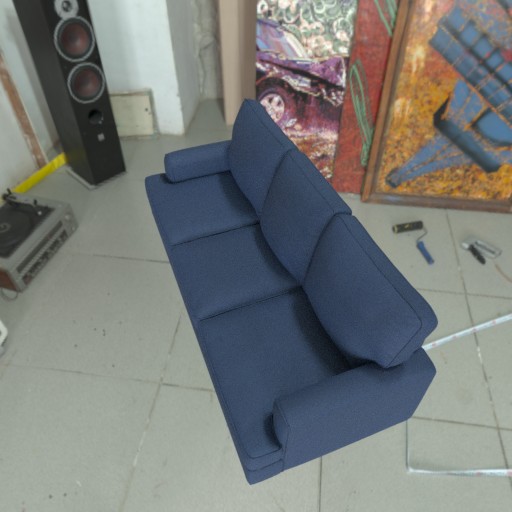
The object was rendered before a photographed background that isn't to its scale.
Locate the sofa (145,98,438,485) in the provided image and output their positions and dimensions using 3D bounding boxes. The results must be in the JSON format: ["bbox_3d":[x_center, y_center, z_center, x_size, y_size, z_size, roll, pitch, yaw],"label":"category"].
[{"bbox_3d":[0.000,0.000,2.625,0.951,0.965,2.158,-16,48,-15],"label":"sofa"}]
